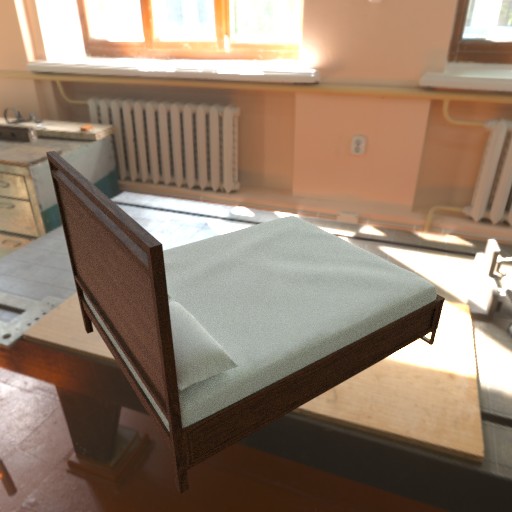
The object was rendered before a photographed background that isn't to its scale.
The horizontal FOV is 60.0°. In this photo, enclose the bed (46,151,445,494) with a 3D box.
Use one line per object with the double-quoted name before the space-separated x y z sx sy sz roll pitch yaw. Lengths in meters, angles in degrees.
"bed" 0.000 0.000 3.249 2.218 1.487 1.765 -18 32 -30
